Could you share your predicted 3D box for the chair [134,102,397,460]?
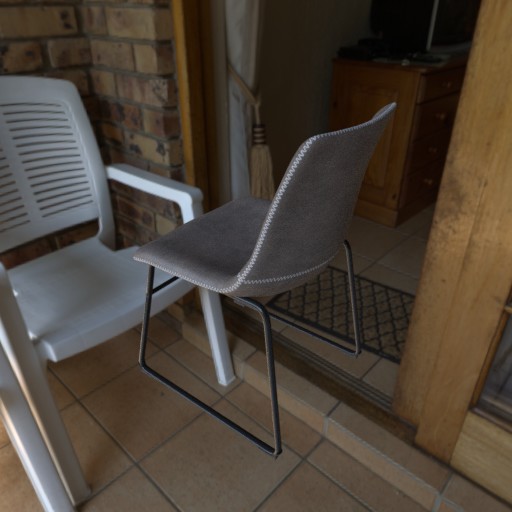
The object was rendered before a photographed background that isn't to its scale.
[{"bbox_3d":[0.000,0.000,1.149,0.550,0.780,0.460,21,36,31],"label":"chair"}]
